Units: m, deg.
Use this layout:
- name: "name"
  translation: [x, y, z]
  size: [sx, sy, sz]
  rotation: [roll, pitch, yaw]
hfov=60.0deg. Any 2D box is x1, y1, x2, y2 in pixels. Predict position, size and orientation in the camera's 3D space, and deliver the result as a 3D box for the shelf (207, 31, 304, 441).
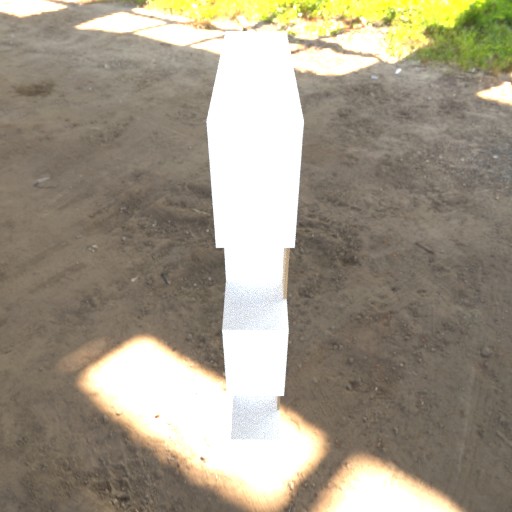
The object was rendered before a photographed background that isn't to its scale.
- name: "shelf"
  translation: [0.000, 0.000, 2.001]
  size: [0.250, 1.650, 0.890]
  rotation: [0, 40, 0]
